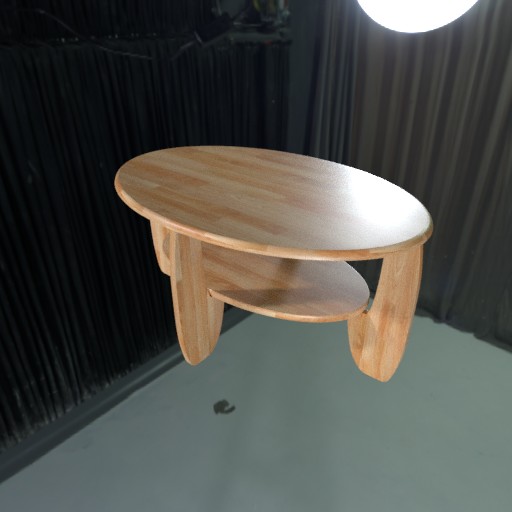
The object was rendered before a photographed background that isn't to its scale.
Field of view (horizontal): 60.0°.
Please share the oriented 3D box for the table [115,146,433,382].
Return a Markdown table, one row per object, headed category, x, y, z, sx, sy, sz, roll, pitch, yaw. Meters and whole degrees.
| category | x | y | z | sx | sy | sz | roll | pitch | yaw |
| --- | --- | --- | --- | --- | --- | --- | --- | --- | --- |
| table | 0.000 | 0.000 | 1.432 | 1.040 | 0.490 | 0.690 | 22 | 36 | 33 |
